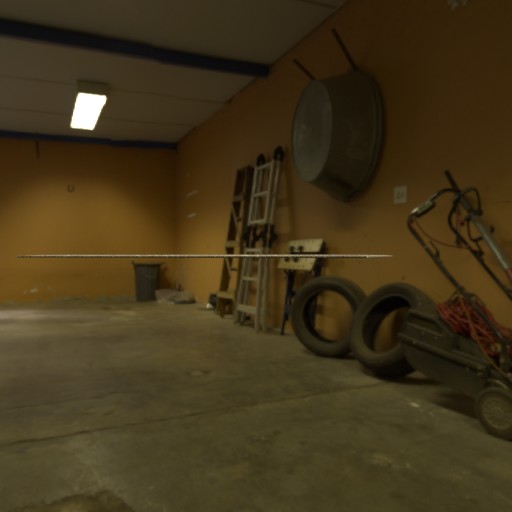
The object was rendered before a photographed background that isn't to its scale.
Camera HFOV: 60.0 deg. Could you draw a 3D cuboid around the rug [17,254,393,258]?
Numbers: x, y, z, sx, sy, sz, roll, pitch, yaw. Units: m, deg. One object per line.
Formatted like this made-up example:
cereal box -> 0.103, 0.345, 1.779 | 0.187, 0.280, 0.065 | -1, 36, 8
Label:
rug -> 0.000, 0.000, 2.856 | 1.609, 0.013, 2.214 | 0, 0, 19
